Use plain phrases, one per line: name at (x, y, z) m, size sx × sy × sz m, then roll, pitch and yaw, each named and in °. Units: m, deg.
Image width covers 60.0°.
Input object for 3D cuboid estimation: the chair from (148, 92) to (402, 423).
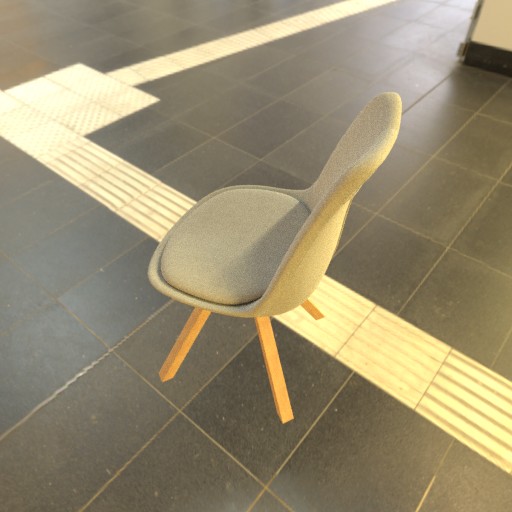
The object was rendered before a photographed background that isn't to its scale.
chair at (0.000, 0.000, 1.166) m, size 0.549 × 0.863 × 0.474 m, roll 15°, pitch 47°, yaw 14°
